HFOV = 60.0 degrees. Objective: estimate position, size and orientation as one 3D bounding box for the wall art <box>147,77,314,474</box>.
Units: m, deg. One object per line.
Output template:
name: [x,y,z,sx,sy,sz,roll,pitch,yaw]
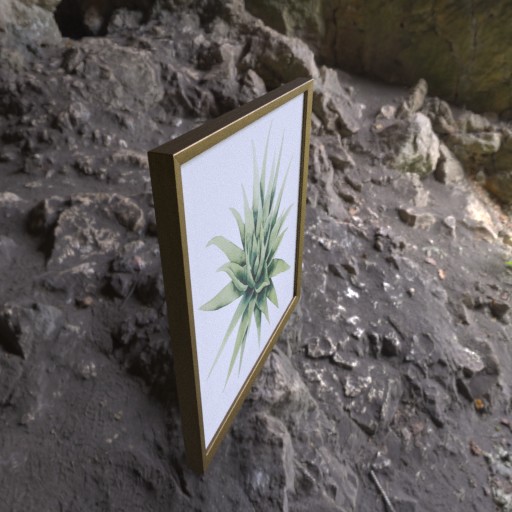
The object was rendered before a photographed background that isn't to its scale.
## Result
wall art: [0.000,0.000,0.763,0.030,0.506,0.503,12,32,19]
